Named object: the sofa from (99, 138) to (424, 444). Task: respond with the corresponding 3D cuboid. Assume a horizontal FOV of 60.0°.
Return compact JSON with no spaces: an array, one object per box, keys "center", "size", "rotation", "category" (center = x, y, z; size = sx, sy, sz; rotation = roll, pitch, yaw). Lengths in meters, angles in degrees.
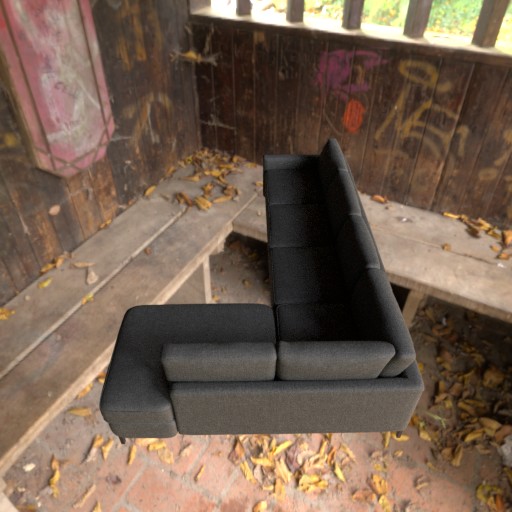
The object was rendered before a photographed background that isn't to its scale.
[{"center":[0.000,0.000,3.820],"size":[1.984,0.858,2.972],"rotation":[-1,41,-1],"category":"sofa"}]
